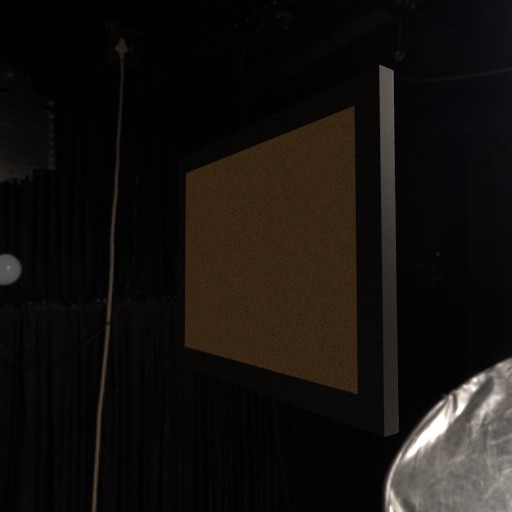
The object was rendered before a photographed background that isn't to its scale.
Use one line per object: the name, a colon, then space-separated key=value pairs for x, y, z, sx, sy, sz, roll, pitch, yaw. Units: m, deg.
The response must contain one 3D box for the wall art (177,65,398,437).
wall art: x=0.000 y=0.000 z=0.779 sx=0.028 sy=0.460 sz=0.561 roll=2 pitch=-3 yaw=-36
